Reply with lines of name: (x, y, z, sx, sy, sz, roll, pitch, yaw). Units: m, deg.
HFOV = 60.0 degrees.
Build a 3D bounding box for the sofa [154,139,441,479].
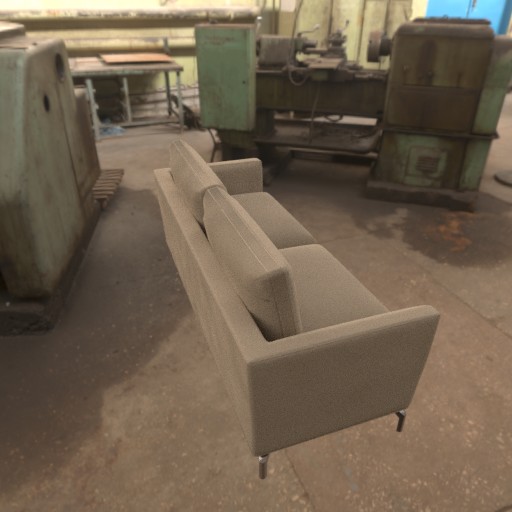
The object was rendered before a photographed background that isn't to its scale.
sofa: (0.000, 0.000, 2.713, 0.868, 1.005, 2.214, -10, 32, -17)
